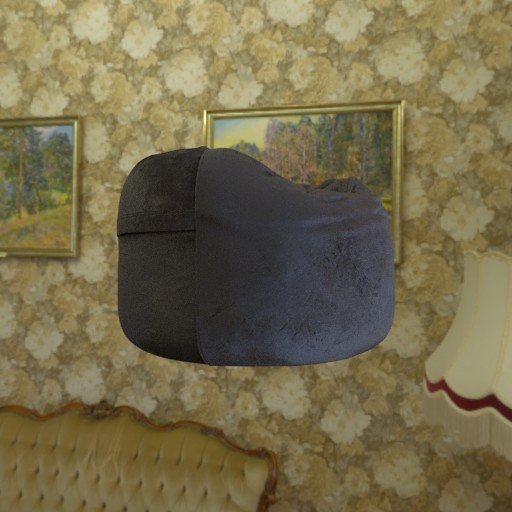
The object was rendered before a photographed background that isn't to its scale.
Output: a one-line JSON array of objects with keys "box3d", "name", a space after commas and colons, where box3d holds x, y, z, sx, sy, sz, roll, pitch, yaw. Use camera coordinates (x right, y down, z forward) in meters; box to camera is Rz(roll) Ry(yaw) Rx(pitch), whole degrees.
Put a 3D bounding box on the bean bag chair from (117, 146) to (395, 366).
[{"box3d": [0.000, 0.000, 1.523, 0.918, 0.605, 0.918, 0, -1, 0], "name": "bean bag chair"}]
